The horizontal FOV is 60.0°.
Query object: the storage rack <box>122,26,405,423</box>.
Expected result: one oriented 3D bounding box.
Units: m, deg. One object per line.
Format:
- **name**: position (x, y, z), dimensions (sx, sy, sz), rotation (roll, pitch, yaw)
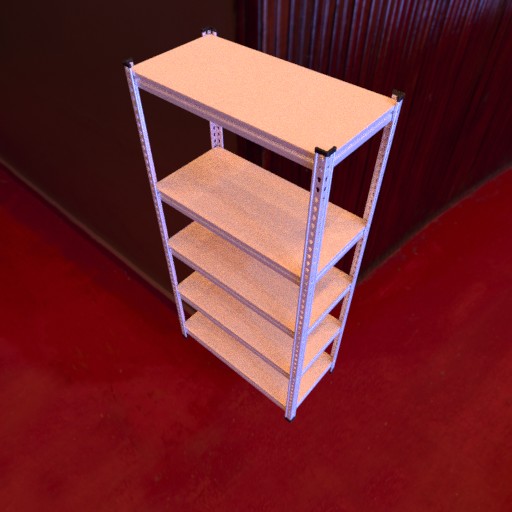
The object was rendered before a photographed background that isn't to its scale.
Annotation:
- **storage rack**: position (0.000, 0.000, 2.210), dimensions (0.914, 1.829, 0.457), rotation (32, 55, 26)
